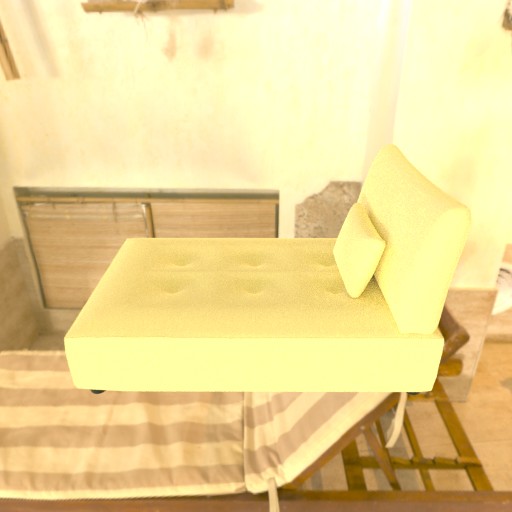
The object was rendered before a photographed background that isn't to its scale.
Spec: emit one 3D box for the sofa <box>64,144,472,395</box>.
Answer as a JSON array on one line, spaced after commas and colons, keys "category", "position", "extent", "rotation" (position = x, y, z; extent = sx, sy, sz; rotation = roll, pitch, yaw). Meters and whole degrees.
[{"category": "sofa", "position": [0.000, 0.000, 2.021], "extent": [1.450, 0.820, 0.930], "rotation": [0, 27, 0]}]
